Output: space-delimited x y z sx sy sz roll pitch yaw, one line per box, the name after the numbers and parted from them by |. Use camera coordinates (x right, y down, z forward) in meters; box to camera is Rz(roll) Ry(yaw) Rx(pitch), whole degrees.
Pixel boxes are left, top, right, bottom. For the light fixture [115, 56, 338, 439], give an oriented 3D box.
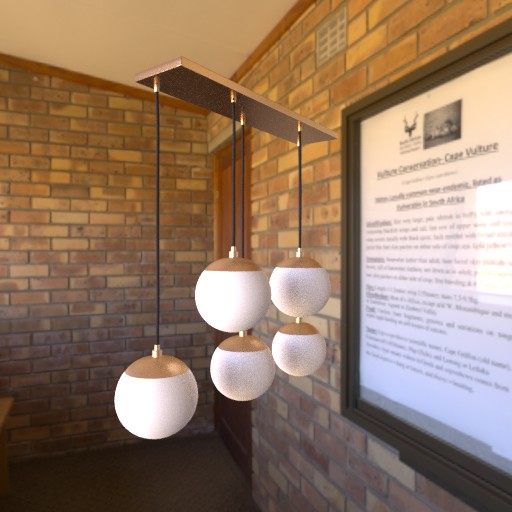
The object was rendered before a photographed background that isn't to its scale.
0.000 0.000 1.311 0.299 0.869 0.863 0 0 36 | light fixture
